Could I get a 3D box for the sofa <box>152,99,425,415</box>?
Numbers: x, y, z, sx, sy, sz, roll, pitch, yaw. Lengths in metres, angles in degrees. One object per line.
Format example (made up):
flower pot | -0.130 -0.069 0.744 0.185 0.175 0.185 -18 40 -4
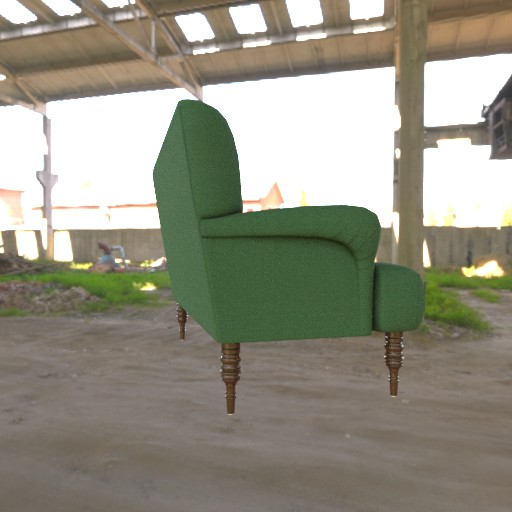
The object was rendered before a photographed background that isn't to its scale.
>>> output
sofa | 0.000 0.000 1.850 0.779 0.889 1.297 0 1 -17
